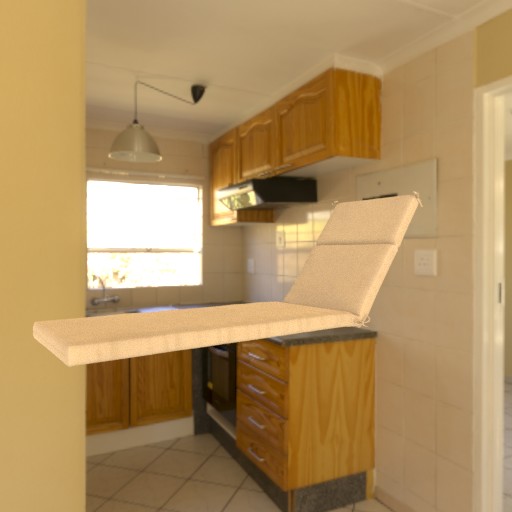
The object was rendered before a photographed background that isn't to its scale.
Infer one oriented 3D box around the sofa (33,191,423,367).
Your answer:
[{"bbox_3d":[0.000,0.000,1.906,1.663,0.622,0.582,0,1,-36],"label":"sofa"}]
